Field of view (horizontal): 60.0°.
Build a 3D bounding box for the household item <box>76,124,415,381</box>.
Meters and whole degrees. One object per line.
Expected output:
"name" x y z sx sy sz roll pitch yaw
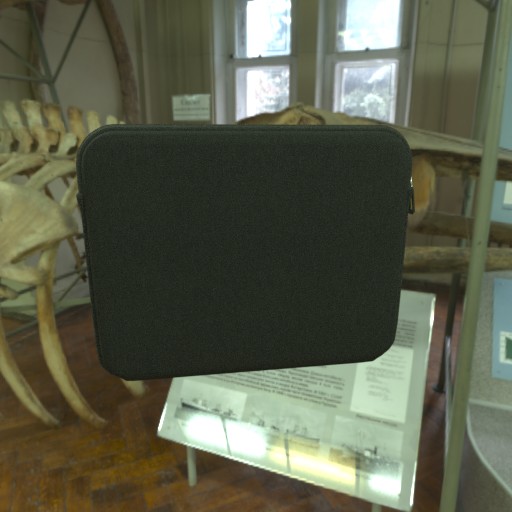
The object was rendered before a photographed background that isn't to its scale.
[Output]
"household item" 0.000 0.000 0.536 0.396 0.305 0.030 -2 16 -9
